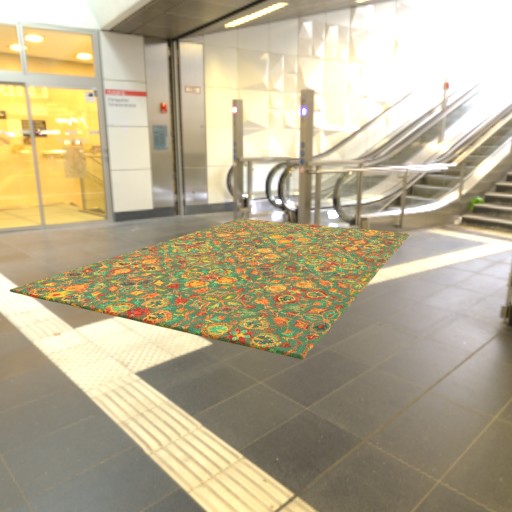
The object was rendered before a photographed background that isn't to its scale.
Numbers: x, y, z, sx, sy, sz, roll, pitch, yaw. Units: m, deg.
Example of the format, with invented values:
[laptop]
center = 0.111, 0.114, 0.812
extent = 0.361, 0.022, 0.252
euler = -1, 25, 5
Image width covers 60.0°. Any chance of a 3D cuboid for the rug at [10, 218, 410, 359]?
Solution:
[rug]
center = 0.000, 0.000, 2.803
extent = 1.527, 0.016, 2.290
euler = 7, 16, 26
